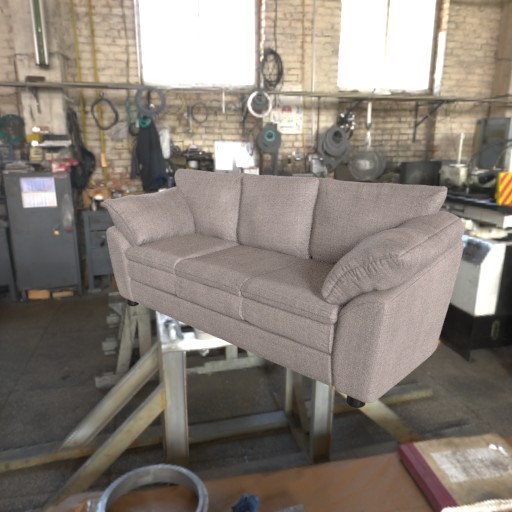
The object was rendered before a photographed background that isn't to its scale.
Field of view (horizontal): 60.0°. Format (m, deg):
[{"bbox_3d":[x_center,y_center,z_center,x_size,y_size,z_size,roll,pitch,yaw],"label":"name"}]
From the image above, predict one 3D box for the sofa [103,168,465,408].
[{"bbox_3d":[0.000,0.000,2.832,2.334,0.996,0.878,13,20,41],"label":"sofa"}]
